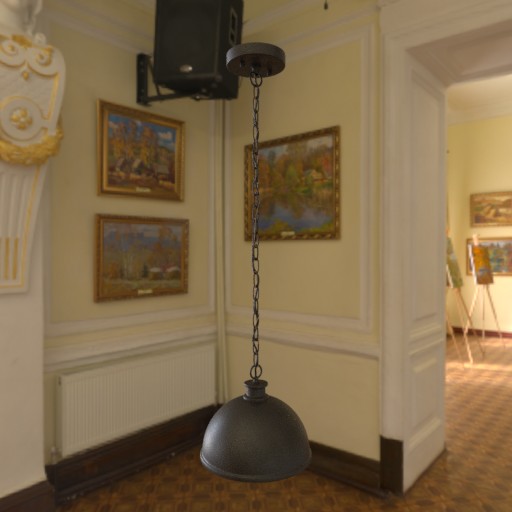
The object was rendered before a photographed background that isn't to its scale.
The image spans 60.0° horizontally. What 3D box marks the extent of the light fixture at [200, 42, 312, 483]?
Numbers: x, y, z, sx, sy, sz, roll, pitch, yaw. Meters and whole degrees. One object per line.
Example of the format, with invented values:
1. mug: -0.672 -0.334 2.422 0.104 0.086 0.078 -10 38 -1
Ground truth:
1. light fixture: 0.000 0.000 1.213 0.304 1.090 0.304 0 1 -37
